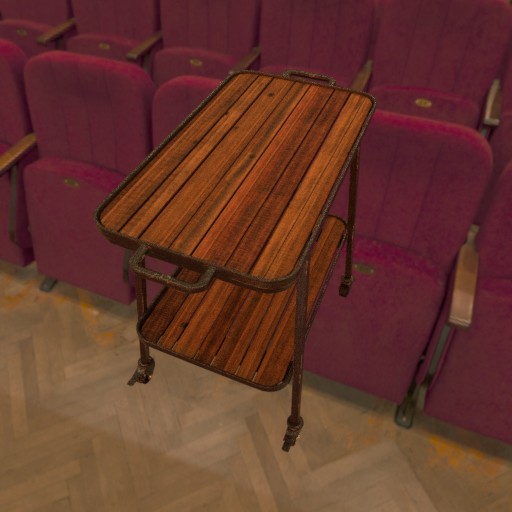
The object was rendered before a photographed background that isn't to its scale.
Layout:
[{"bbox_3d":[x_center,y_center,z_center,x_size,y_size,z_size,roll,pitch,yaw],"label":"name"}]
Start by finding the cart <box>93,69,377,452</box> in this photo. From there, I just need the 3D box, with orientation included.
[{"bbox_3d":[0.000,0.000,1.230,0.515,0.700,0.806,17,50,15],"label":"cart"}]
